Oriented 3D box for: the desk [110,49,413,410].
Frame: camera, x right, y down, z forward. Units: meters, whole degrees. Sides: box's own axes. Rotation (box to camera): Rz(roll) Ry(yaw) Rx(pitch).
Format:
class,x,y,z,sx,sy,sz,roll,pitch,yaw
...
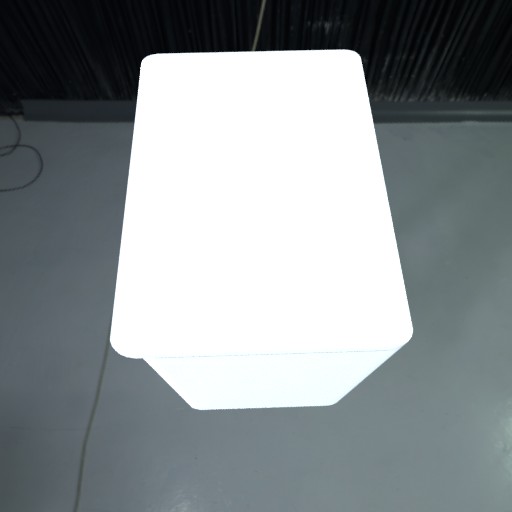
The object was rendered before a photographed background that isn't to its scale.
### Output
class,x,y,z,sx,sy,sz,roll,pitch,yaw
desk,0.000,0.000,1.314,0.549,0.800,0.762,-2,64,-1
